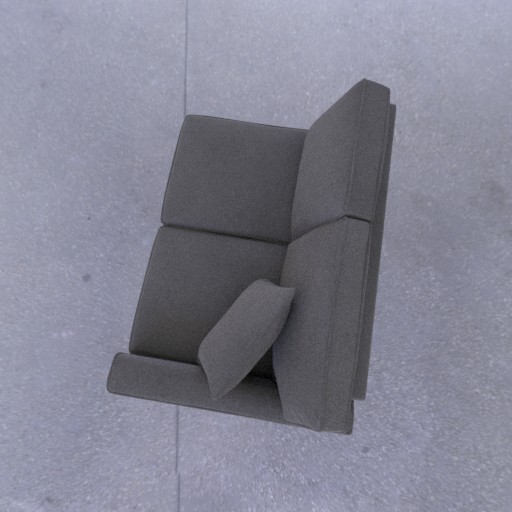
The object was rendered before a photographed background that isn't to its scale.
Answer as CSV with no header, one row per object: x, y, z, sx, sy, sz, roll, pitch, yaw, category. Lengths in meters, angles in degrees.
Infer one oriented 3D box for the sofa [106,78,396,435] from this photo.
0.000,0.000,2.042,0.991,0.989,1.388,10,74,3,sofa
